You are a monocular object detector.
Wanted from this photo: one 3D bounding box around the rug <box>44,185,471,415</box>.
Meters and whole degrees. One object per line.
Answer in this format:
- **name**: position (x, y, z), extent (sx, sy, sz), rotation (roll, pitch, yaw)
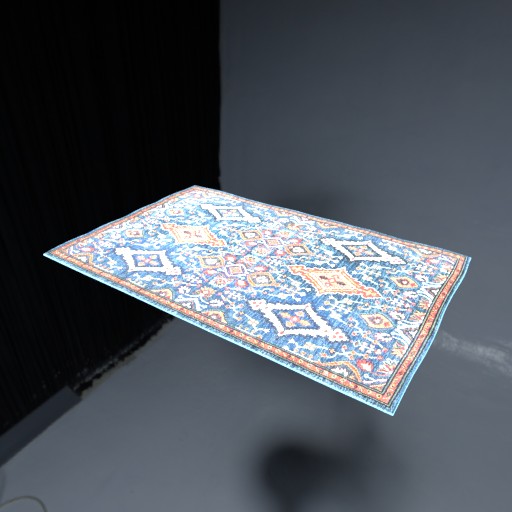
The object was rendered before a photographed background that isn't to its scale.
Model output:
- **rug**: position (0.000, 0.000, 2.259), extent (1.847, 0.014, 1.195), rotation (18, 35, 29)
